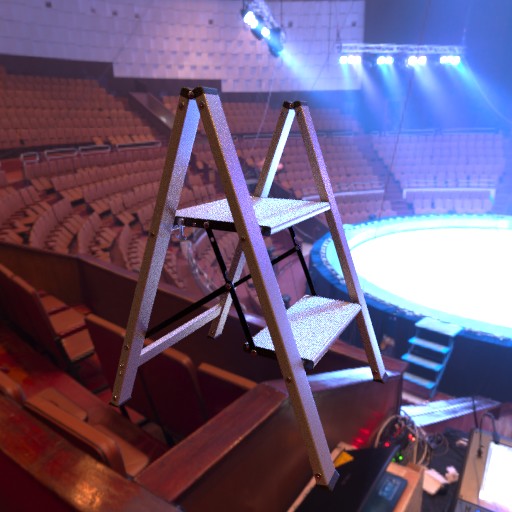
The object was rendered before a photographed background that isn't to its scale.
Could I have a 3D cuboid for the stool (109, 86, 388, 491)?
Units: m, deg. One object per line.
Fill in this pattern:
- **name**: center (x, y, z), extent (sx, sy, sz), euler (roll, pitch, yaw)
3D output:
- **stool**: center (0.000, 0.000, 0.983), extent (0.535, 0.670, 0.440), euler (8, 18, 28)
